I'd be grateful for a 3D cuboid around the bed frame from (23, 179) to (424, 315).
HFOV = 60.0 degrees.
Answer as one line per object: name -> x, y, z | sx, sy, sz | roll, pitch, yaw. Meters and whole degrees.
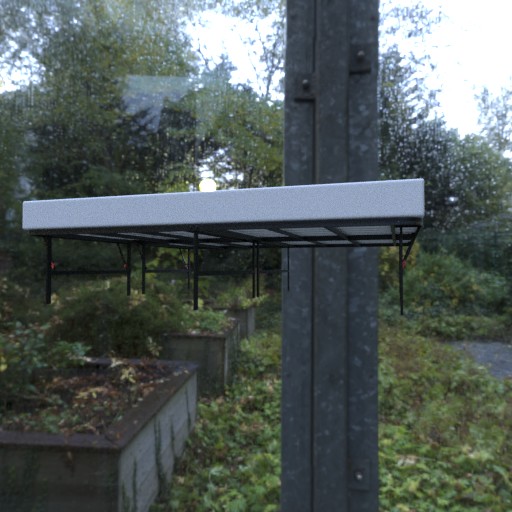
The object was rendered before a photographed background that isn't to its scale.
bed frame -> 0.000, 0.000, 2.997 | 2.032, 0.559, 1.930 | 0, -2, 18
